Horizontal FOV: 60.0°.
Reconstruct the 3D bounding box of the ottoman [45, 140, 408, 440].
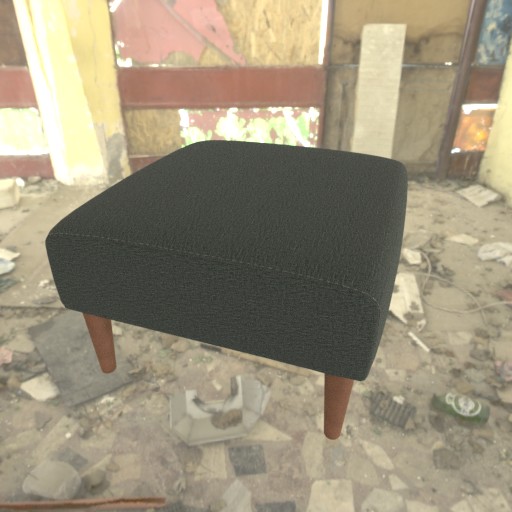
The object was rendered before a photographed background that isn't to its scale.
[{"bbox_3d":[0.000,0.000,1.067,0.649,0.398,0.650,10,32,17],"label":"ottoman"}]
